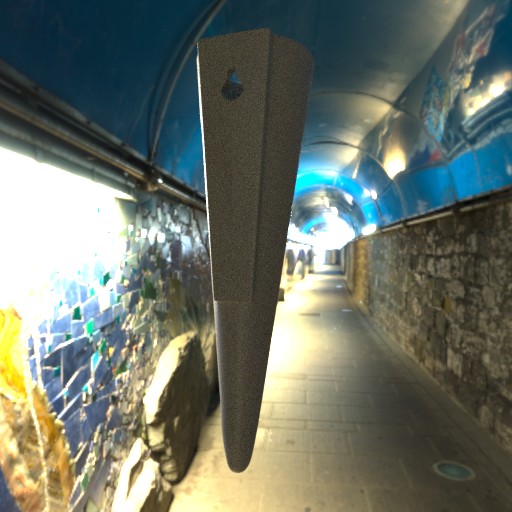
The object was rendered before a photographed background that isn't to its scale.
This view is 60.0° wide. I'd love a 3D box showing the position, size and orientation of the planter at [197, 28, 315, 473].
[{"bbox_3d":[0.000,0.000,0.220,0.057,0.191,0.064,0,0,19],"label":"planter"}]
